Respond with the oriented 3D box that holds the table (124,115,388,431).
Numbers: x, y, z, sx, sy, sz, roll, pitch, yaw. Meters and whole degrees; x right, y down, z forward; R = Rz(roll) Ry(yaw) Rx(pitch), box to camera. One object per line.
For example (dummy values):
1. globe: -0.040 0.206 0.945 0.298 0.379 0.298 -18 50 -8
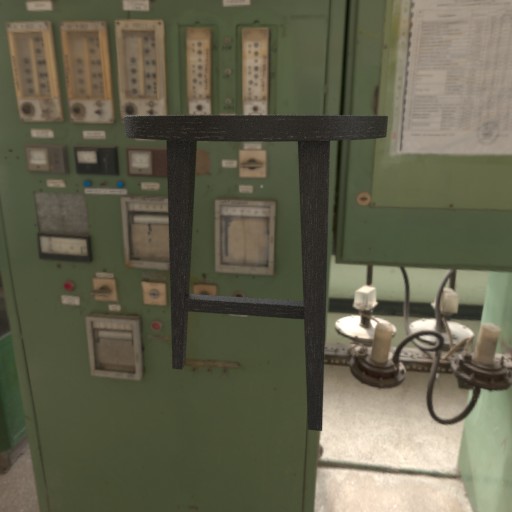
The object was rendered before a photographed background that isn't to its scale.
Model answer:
1. table: 0.000 0.000 0.763 0.399 0.460 0.399 0 17 0
